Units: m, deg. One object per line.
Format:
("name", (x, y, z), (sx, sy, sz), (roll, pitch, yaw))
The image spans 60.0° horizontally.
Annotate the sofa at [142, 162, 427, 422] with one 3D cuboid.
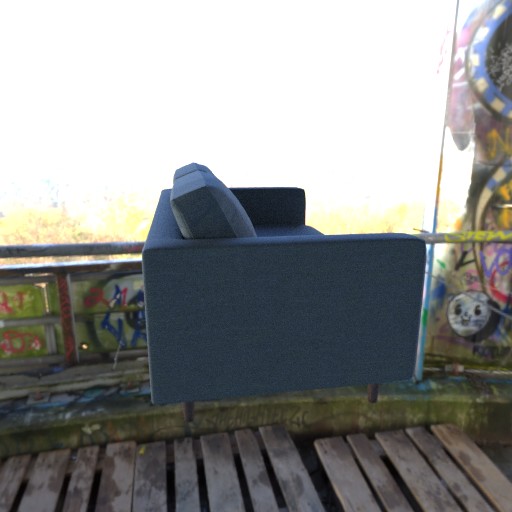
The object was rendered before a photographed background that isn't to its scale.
("sofa", (0.000, 0.000, 2.299), (0.999, 0.907, 1.659), (-3, 15, -9))
